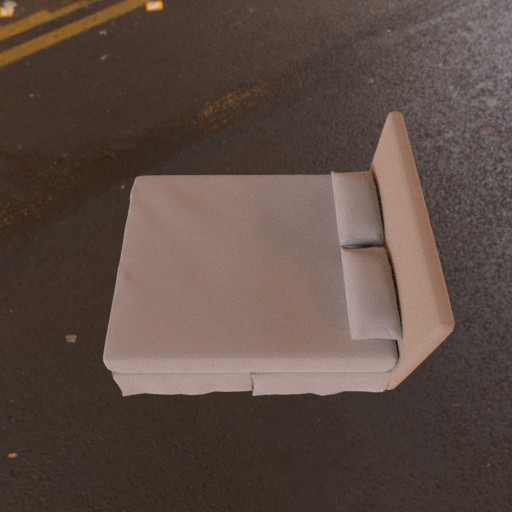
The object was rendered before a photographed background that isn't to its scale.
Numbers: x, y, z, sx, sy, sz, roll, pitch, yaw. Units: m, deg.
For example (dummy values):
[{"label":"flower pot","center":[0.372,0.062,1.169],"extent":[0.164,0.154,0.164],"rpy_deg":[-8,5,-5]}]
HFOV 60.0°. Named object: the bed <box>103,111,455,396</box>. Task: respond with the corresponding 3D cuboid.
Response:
[{"label":"bed","center":[0.000,0.000,3.318],"extent":[2.142,1.330,1.748],"rpy_deg":[0,59,0]}]
